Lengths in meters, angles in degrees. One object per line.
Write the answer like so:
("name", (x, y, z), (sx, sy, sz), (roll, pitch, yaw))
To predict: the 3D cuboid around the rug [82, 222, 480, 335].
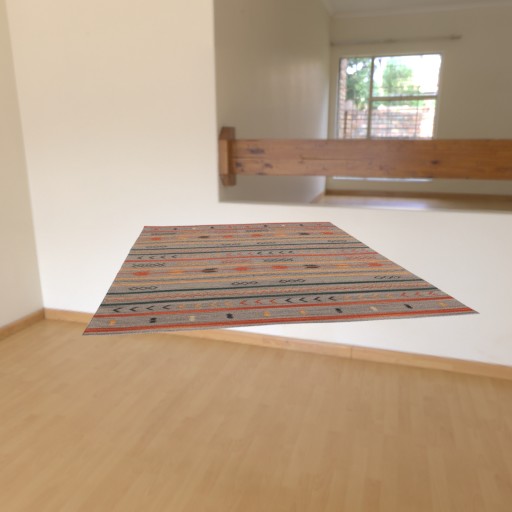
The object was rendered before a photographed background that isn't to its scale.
("rug", (0.000, 0.000, 3.913), (2.263, 0.022, 3.029), (-2, 15, -7))
